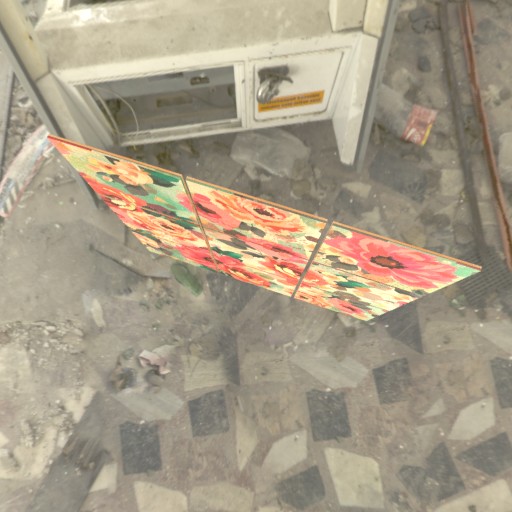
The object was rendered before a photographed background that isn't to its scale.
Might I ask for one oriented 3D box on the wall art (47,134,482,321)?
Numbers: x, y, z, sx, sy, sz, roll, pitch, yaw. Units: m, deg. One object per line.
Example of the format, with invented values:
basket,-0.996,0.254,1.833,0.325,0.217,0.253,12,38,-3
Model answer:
wall art,0.000,0.000,1.773,1.216,1.220,0.013,18,76,4
